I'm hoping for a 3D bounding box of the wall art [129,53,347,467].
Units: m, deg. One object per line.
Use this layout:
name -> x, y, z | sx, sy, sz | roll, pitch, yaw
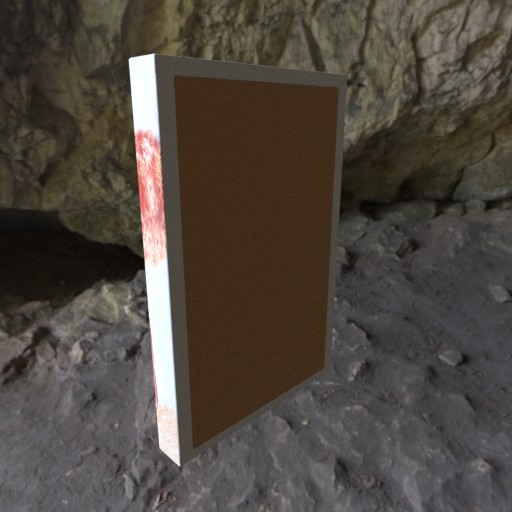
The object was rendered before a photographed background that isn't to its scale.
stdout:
wall art -> 0.000, 0.000, 0.483 | 0.251, 0.380, 0.039 | -16, 24, -42
